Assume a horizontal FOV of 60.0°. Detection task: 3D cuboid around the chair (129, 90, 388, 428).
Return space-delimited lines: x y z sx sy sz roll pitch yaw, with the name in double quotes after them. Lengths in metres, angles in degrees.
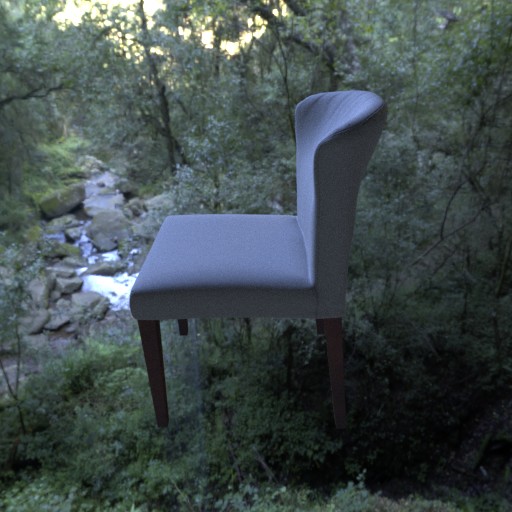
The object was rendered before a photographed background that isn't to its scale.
0.000 0.000 1.216 0.592 0.839 0.491 0 28 0 "chair"
